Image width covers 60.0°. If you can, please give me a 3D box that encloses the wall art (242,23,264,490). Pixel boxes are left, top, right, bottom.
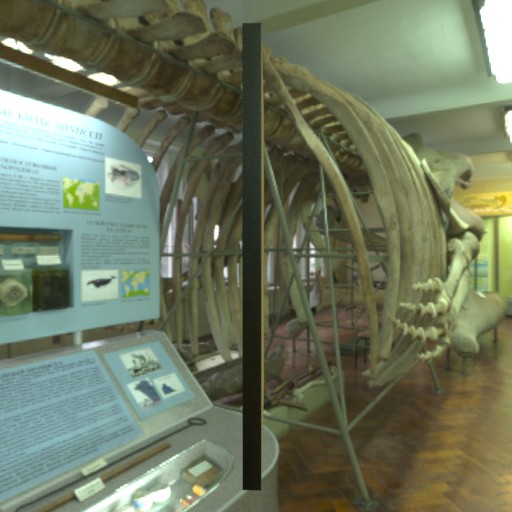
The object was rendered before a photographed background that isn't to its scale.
[{"bbox_3d":[0.000,0.000,0.588,0.019,0.455,0.314,0,1,1],"label":"wall art"}]
